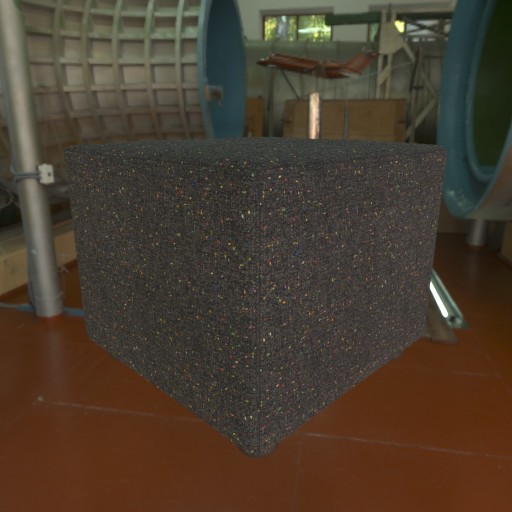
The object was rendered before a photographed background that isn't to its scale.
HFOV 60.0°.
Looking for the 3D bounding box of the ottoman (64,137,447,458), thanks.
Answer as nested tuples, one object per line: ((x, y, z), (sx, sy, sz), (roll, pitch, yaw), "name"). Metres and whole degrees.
((0.000, 0.000, 0.852), (0.508, 0.432, 0.508), (16, 23, 42), "ottoman")
